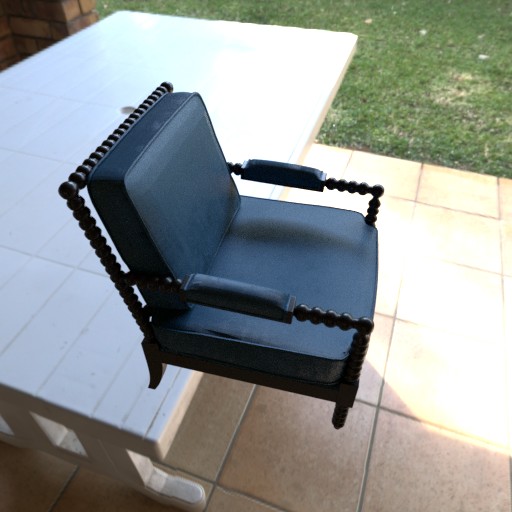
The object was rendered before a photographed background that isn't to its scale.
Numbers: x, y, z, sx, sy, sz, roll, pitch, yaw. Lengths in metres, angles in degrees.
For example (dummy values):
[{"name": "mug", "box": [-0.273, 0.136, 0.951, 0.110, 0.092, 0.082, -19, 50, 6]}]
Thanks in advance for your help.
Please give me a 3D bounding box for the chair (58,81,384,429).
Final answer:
[{"name": "chair", "box": [0.000, 0.000, 1.457, 0.805, 0.857, 0.688, 10, 45, 10]}]
